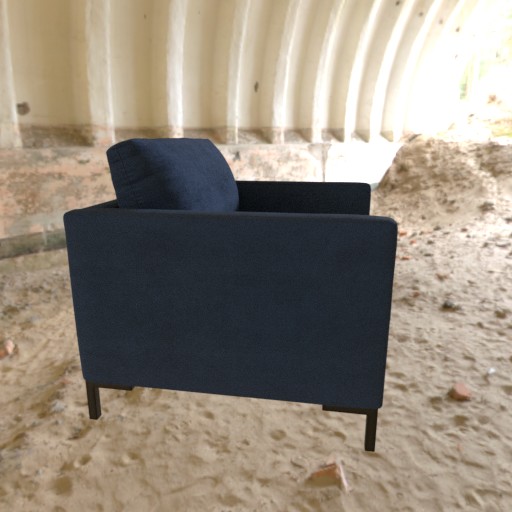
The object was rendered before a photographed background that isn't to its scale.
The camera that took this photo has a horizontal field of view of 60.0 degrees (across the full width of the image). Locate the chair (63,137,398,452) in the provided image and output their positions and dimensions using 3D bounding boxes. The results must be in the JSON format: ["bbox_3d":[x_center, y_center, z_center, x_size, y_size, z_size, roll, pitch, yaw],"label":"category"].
[{"bbox_3d":[0.000,0.000,1.574,0.875,0.812,0.964,3,15,10],"label":"chair"}]
